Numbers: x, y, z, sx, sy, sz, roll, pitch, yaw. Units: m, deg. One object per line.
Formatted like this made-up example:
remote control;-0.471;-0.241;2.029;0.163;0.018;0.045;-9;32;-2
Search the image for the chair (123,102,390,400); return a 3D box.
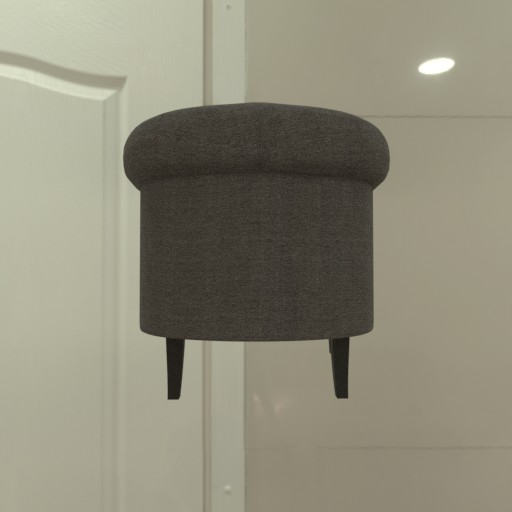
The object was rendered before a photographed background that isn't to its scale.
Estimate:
chair;0.000;0.000;1.550;0.905;0.827;0.852;0;-1;-1
